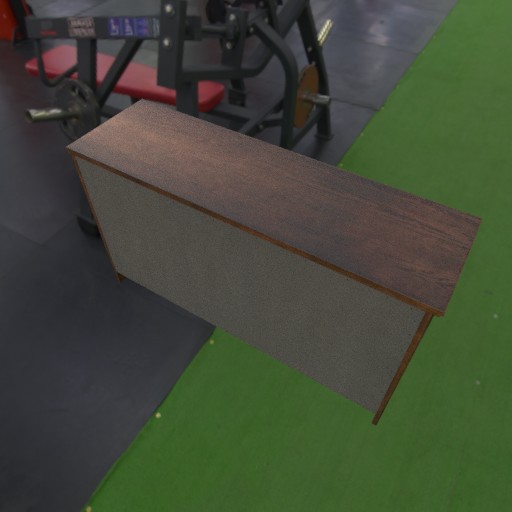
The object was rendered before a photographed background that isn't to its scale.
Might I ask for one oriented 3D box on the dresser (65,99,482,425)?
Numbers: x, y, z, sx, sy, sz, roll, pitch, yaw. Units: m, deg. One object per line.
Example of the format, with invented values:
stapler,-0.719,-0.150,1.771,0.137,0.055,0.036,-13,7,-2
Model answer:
dresser,0.000,0.000,1.979,1.551,0.856,0.463,25,52,21
